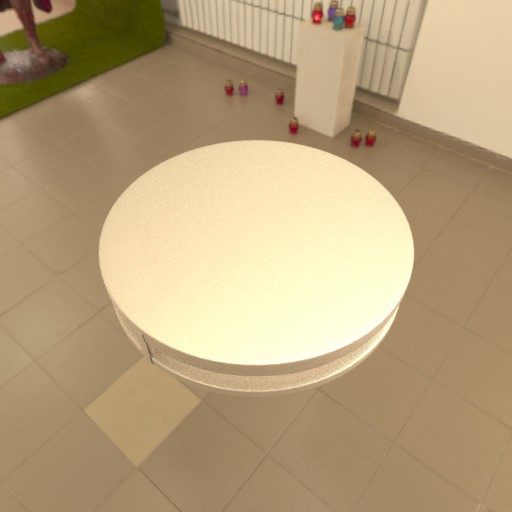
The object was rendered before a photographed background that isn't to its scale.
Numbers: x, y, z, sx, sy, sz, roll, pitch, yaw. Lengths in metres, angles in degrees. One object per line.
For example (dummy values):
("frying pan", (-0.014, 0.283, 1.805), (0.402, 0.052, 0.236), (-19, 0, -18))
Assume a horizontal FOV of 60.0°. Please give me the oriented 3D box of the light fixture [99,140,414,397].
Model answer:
("light fixture", (0.000, 0.000, 0.547), (0.356, 0.102, 0.356), (0, 48, 0))
